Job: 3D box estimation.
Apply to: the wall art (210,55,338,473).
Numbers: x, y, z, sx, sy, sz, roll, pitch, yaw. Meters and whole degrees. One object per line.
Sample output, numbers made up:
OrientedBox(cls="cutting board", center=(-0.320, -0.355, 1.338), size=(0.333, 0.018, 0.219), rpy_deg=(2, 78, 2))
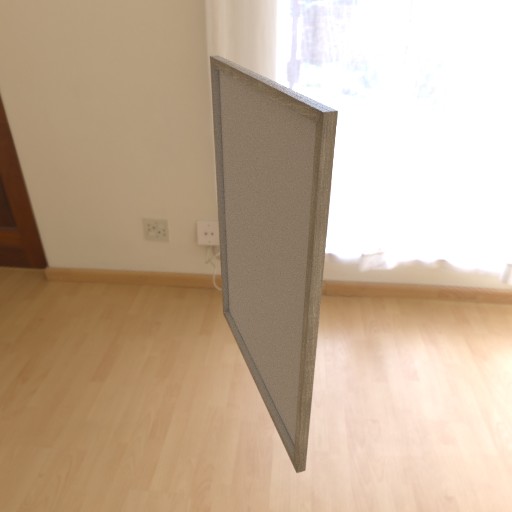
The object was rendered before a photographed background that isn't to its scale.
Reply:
OrientedBox(cls="wall art", center=(0.000, 0.000, 1.338), size=(0.035, 1.022, 0.781), rpy_deg=(-10, 33, -17))
